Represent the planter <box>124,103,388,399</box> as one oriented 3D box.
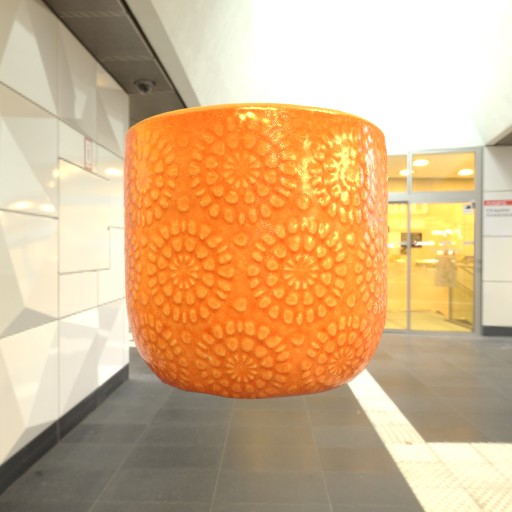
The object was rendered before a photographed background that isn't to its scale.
[{"bbox_3d":[0.000,0.000,0.288,0.170,0.152,0.170,0,1,0],"label":"planter"}]
